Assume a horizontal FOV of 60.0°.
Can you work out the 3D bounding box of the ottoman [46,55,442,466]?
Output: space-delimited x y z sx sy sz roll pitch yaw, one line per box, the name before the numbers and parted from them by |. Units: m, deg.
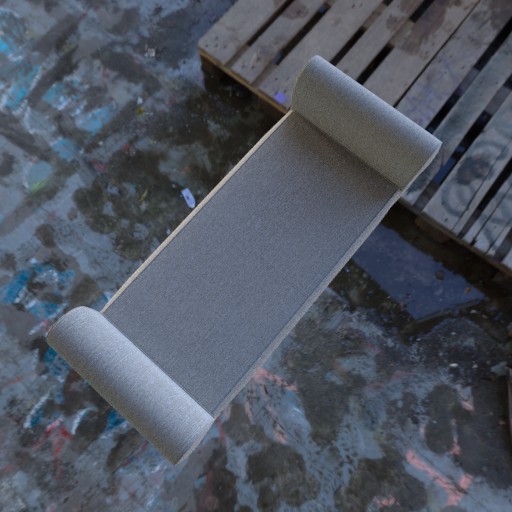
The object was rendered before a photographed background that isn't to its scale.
ottoman | 0.000 0.000 1.554 0.521 0.547 1.256 39 78 10
